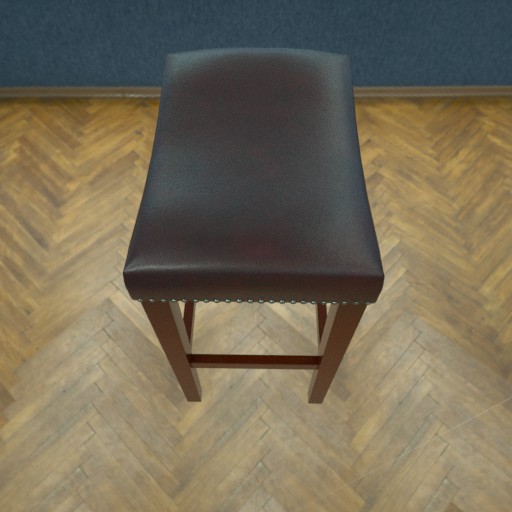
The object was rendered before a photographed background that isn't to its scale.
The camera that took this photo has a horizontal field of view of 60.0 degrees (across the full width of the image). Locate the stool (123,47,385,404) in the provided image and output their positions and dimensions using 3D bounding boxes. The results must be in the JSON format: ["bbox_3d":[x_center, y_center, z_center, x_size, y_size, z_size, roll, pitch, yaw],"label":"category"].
[{"bbox_3d":[0.000,0.000,1.016,0.372,0.742,0.504,1,58,0],"label":"stool"}]
